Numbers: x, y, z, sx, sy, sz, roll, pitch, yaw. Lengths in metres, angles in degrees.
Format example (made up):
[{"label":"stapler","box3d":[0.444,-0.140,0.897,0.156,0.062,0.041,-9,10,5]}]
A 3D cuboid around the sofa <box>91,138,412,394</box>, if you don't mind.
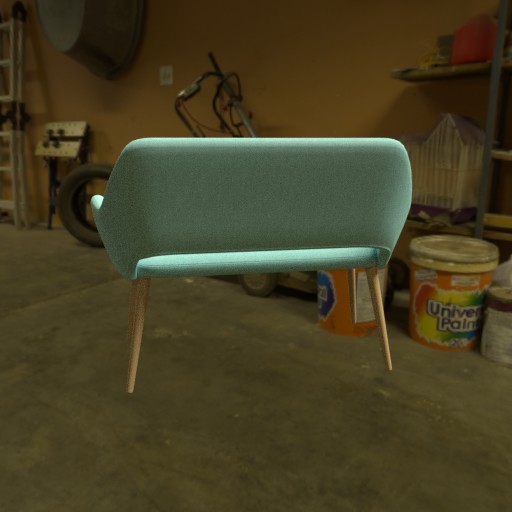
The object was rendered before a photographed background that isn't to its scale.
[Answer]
[{"label":"sofa","box3d":[0.000,0.000,1.638,1.150,0.840,0.610,-2,15,-9]}]
